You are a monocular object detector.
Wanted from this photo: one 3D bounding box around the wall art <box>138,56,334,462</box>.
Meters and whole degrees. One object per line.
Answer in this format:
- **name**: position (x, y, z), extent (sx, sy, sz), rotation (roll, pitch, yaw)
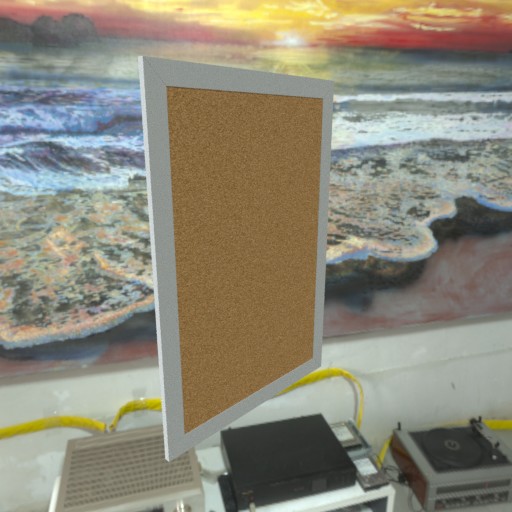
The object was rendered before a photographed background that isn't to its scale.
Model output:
- **wall art**: position (0.000, 0.000, 0.850), extent (0.011, 0.659, 0.454), rotation (15, 22, 42)
